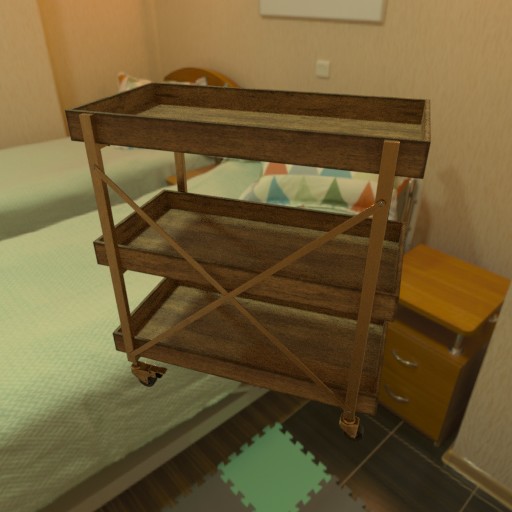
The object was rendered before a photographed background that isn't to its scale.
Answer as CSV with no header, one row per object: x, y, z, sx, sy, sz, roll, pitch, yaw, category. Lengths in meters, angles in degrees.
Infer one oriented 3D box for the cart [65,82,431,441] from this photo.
0.000,0.000,1.209,0.750,0.799,0.416,10,32,16,cart
